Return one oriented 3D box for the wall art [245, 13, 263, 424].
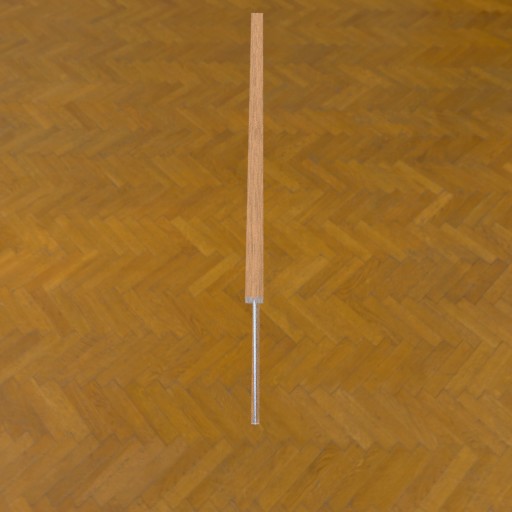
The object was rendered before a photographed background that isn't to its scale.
[{"bbox_3d":[0.000,0.000,1.311,0.028,1.016,0.765,0,59,0],"label":"wall art"}]
